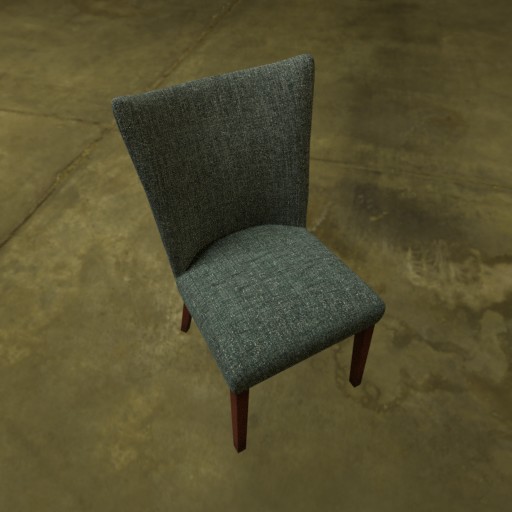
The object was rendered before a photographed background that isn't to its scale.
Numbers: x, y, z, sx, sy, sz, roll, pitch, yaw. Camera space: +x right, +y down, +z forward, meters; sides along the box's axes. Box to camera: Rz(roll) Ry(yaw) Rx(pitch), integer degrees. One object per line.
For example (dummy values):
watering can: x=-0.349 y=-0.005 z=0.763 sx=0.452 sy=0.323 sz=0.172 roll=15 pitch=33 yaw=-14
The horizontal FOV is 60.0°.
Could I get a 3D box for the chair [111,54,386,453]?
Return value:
chair: x=0.000 y=0.000 z=1.278 sx=0.535 sy=0.924 sz=0.623 roll=-22 pitch=49 yaw=-20
